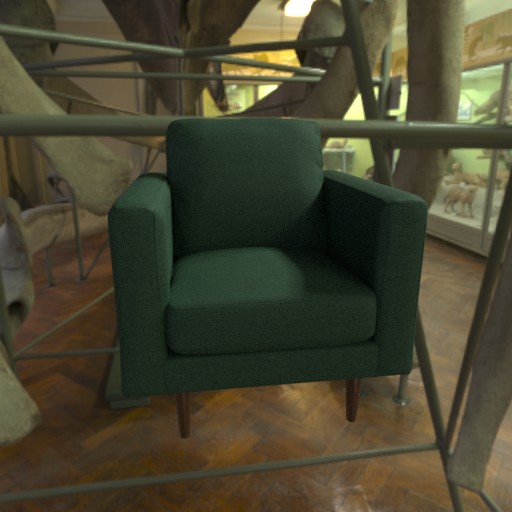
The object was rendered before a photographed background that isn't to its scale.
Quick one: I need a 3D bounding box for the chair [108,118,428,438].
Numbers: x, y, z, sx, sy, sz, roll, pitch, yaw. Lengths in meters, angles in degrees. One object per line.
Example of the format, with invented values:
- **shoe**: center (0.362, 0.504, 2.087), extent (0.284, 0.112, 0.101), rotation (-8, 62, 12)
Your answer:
- **chair**: center (0.000, 0.000, 1.541), extent (0.855, 0.927, 0.800), rotation (-2, 16, -8)
